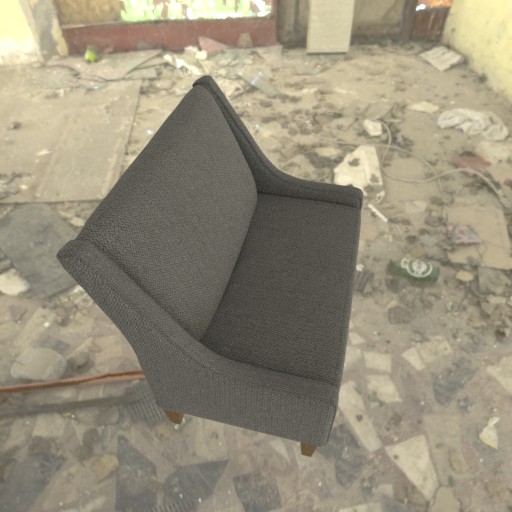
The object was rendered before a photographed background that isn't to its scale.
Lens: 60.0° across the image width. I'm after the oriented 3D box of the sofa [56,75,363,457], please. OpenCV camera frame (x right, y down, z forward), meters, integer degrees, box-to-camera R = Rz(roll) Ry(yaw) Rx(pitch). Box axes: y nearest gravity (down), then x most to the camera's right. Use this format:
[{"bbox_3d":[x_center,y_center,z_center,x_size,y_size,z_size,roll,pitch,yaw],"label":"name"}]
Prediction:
[{"bbox_3d":[0.000,0.000,1.921,0.873,1.022,1.242,10,46,10],"label":"sofa"}]
